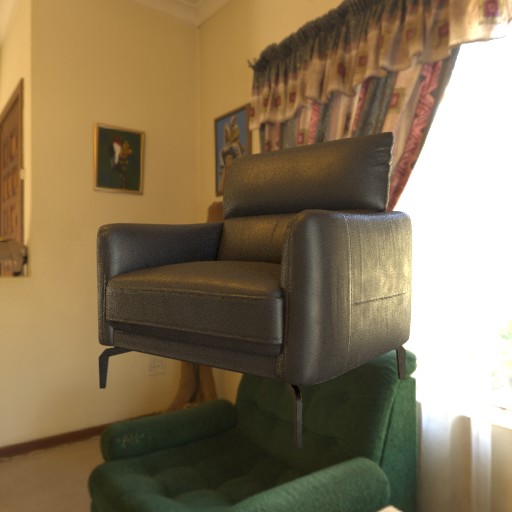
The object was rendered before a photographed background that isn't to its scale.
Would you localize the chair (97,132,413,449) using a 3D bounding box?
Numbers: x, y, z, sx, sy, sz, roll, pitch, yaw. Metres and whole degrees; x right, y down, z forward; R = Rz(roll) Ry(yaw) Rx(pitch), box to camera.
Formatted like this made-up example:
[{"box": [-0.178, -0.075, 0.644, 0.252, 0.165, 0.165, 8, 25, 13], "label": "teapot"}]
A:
[{"box": [0.000, 0.000, 1.641, 0.976, 0.949, 0.809, 0, 0, 37], "label": "chair"}]
